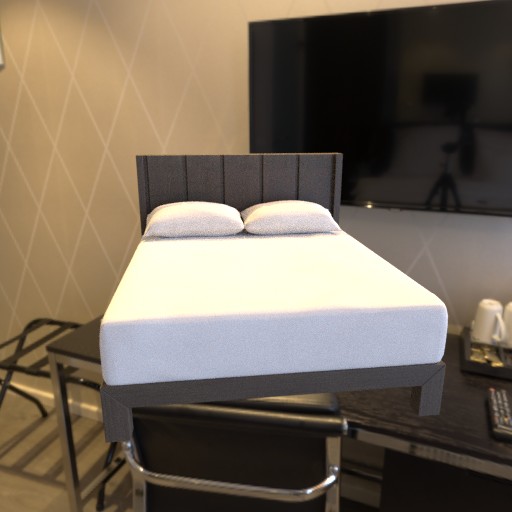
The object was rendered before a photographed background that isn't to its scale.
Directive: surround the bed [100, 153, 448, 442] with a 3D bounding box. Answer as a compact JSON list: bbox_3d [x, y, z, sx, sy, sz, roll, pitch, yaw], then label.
[{"bbox_3d":[0.000,0.000,3.036,1.735,1.261,1.992,-2,16,-7],"label":"bed"}]
